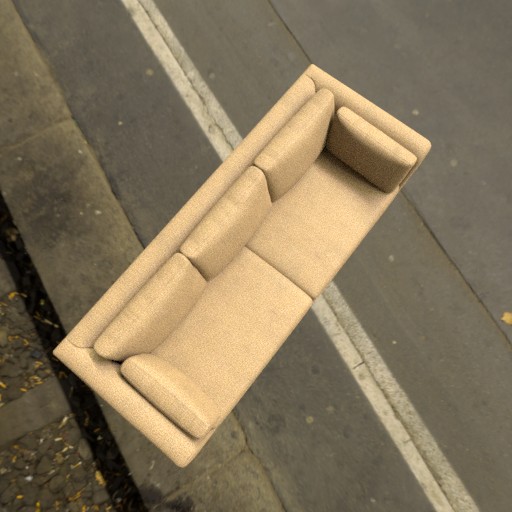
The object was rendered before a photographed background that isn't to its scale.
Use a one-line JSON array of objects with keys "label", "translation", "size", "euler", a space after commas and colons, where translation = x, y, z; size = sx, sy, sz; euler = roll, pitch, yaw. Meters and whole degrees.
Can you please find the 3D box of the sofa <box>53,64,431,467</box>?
[{"label": "sofa", "translation": [0.000, 0.000, 2.917], "size": [0.969, 0.867, 2.415], "euler": [38, 78, 10]}]
